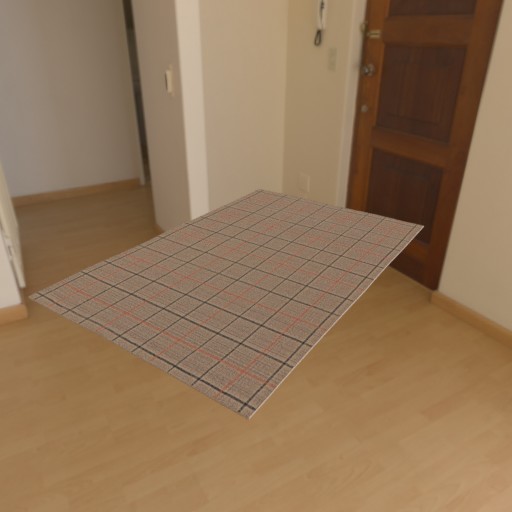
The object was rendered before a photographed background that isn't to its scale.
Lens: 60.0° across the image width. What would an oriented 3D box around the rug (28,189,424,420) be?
[{"bbox_3d":[0.000,0.000,2.345,1.220,0.013,1.829,18,32,31],"label":"rug"}]
